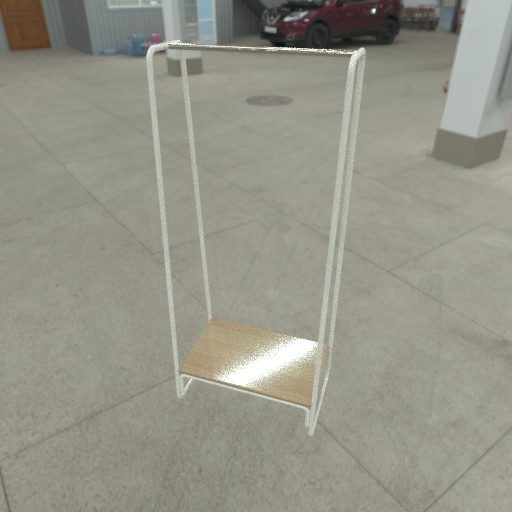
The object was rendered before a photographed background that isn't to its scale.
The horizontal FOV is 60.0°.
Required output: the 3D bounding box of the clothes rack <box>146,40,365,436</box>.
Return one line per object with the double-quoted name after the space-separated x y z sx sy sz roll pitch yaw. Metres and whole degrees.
0.000 0.000 1.744 0.640 1.500 0.400 10 33 16 "clothes rack"
